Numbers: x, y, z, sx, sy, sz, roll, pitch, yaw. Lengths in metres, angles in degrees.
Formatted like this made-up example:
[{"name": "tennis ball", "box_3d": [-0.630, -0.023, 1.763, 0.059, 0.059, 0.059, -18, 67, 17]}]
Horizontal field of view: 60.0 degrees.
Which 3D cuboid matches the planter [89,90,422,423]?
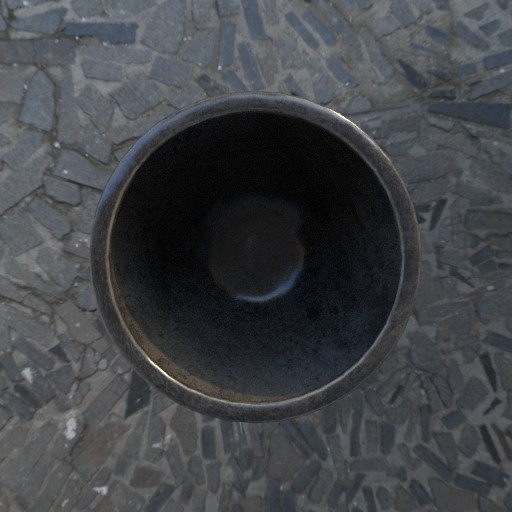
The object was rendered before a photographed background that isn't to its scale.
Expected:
[{"name": "planter", "box_3d": [0.000, 0.000, 0.304, 0.172, 0.160, 0.172, 0, 91, 0]}]
